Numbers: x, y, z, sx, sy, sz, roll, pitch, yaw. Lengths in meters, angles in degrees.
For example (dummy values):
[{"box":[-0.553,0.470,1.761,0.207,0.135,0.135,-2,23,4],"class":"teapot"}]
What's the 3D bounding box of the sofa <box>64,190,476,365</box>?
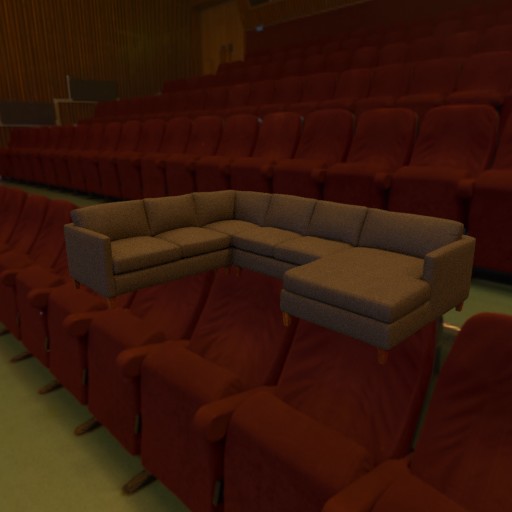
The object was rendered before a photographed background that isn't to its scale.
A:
[{"box":[0.000,0.000,4.595,2.594,0.961,3.460,-15,22,-43],"class":"sofa"}]
